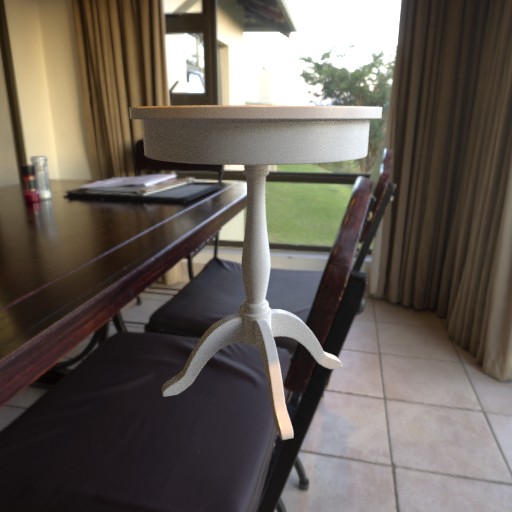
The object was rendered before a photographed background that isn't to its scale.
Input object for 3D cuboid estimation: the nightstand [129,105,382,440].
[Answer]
[{"bbox_3d":[0.000,0.000,1.028,0.513,0.653,0.513,-2,18,-7],"label":"nightstand"}]
